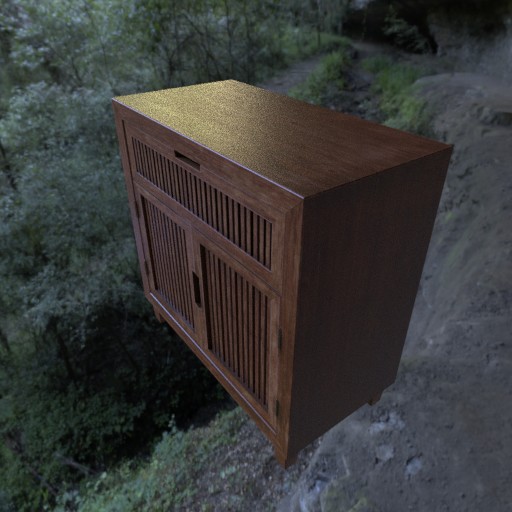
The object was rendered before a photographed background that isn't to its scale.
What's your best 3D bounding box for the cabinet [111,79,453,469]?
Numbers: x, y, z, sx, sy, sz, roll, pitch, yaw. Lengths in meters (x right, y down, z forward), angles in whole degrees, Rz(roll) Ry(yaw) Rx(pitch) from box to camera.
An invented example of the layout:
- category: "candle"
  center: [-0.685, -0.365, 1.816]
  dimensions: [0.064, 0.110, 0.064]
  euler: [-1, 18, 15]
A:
- category: "cabinet"
  center: [0.000, 0.000, 1.271]
  dimensions: [0.412, 0.785, 0.796]
  euler: [-22, 39, -30]
